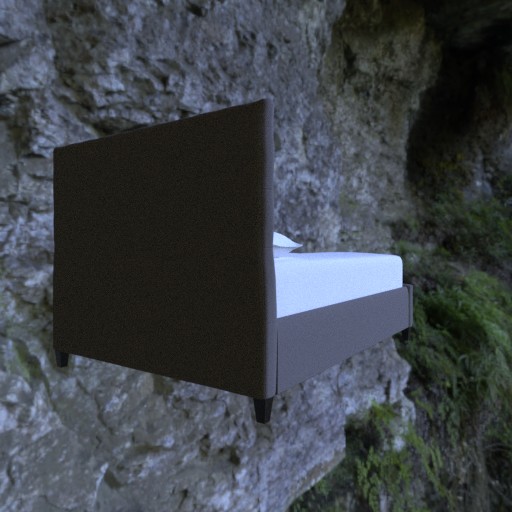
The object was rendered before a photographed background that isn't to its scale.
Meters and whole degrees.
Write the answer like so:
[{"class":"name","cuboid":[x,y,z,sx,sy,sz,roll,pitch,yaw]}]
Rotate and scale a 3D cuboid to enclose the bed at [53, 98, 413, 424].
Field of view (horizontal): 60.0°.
[{"class":"bed","cuboid":[0.000,0.000,3.292,1.696,1.426,2.233,1,1,35]}]
